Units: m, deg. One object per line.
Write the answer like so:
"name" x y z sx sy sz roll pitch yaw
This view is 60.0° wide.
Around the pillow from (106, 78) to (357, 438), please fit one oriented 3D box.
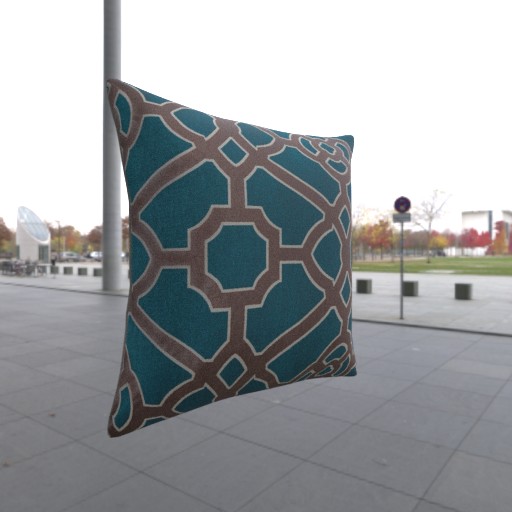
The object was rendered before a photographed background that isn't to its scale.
"pillow" 0.000 0.000 0.778 0.526 0.507 0.166 0 1 -37
